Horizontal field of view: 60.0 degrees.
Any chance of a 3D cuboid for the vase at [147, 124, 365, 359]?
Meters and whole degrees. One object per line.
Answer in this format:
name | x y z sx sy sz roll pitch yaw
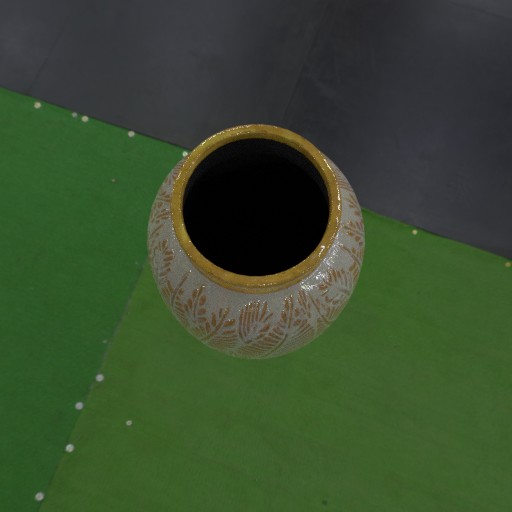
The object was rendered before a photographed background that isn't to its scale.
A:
vase | 0.000 0.000 0.378 0.172 0.270 0.172 0 77 0
